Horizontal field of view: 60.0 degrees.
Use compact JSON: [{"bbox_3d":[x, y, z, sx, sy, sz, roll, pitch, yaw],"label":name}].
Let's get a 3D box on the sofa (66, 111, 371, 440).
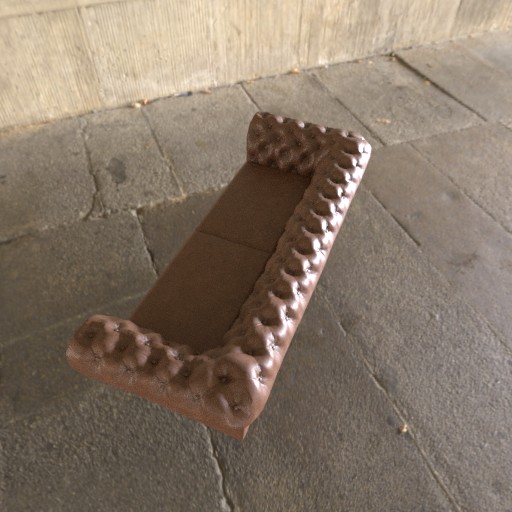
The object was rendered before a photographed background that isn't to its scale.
[{"bbox_3d":[0.000,0.000,2.878,0.944,0.783,2.385,17,50,15],"label":"sofa"}]
